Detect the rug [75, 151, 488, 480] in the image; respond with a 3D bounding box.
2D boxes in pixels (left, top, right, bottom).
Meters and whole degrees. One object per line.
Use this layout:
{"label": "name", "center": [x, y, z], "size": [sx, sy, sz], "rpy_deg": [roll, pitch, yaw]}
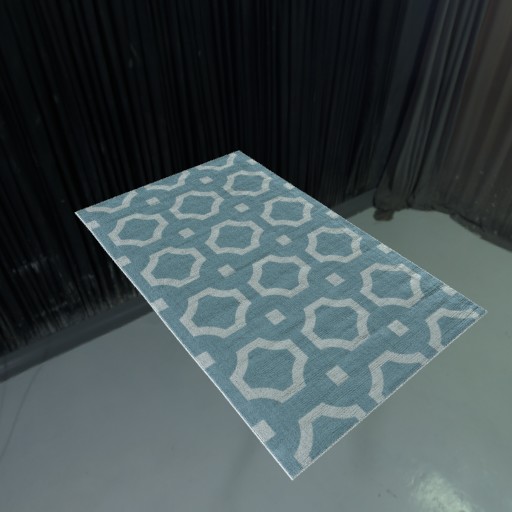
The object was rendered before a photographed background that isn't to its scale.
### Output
{"label": "rug", "center": [0.000, 0.000, 2.952], "size": [1.528, 0.015, 2.443], "rpy_deg": [-28, 49, -27]}
